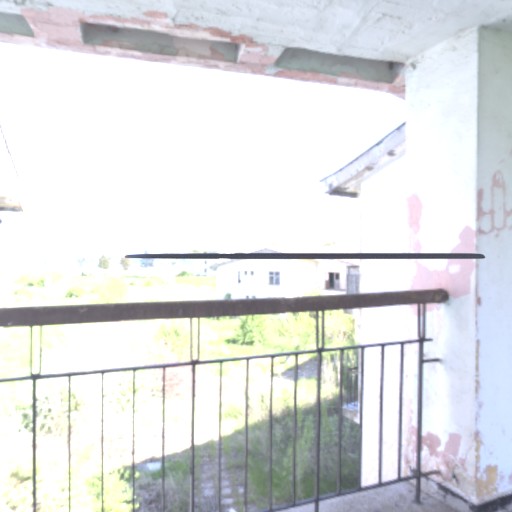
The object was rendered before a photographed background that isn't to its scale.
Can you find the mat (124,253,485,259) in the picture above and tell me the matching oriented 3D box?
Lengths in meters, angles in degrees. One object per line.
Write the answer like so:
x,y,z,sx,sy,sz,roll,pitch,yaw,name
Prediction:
0.000,0.000,1.614,0.917,0.016,1.220,0,0,-20,mat
